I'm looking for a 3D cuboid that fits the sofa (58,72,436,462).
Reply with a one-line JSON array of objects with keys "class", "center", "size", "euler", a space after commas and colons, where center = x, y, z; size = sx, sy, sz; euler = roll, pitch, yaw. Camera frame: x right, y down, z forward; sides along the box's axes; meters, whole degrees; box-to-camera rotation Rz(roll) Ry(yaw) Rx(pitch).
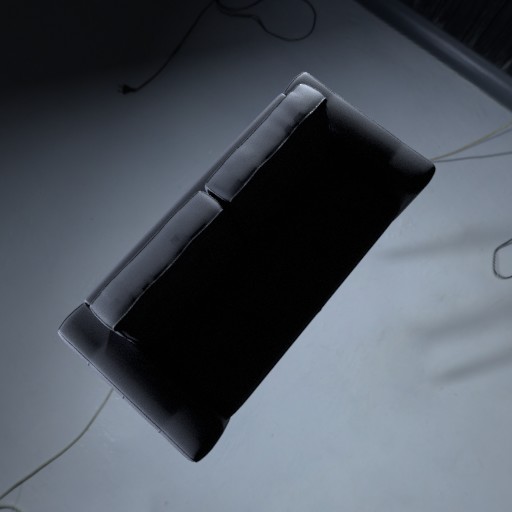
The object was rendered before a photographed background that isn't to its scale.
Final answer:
[{"class": "sofa", "center": [0.000, 0.000, 2.160], "size": [0.833, 0.893, 1.726], "euler": [40, 79, 9]}]
